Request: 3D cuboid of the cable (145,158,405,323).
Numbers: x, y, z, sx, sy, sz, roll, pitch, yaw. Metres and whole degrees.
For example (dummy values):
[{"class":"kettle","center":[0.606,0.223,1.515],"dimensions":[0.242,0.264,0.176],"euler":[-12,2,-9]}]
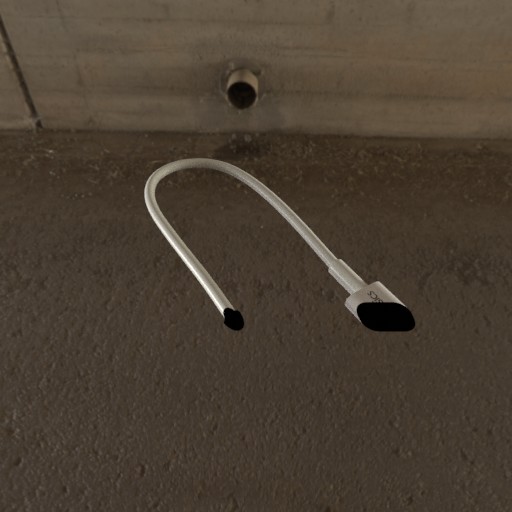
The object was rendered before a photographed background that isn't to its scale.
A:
[{"class":"cable","center":[0.000,0.000,0.113],"dimensions":[0.041,0.005,0.098],"euler":[-24,50,-21]}]
